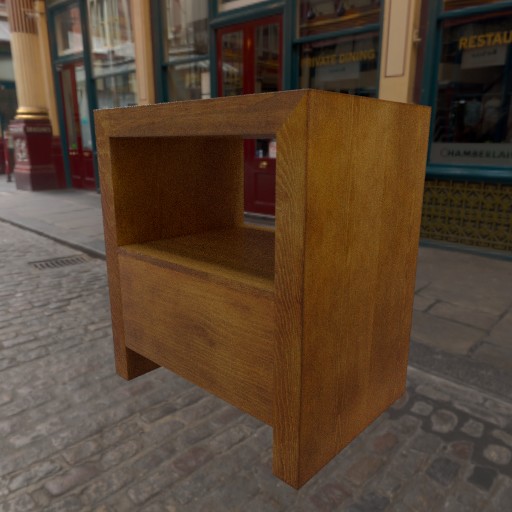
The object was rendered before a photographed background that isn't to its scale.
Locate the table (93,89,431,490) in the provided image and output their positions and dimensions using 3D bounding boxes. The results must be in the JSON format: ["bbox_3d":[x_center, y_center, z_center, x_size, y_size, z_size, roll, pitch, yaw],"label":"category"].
[{"bbox_3d":[0.000,0.000,0.957,0.550,0.605,0.400,13,19,41],"label":"table"}]
